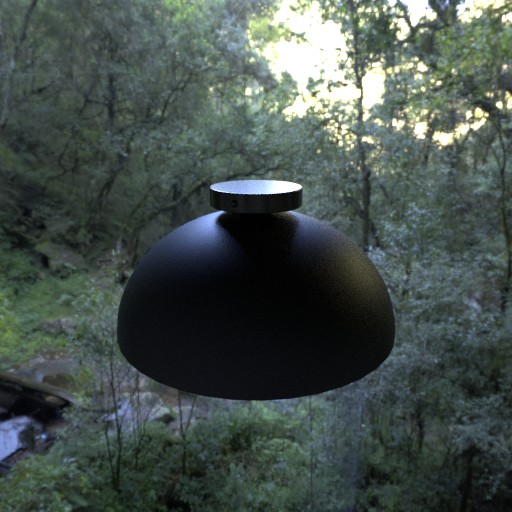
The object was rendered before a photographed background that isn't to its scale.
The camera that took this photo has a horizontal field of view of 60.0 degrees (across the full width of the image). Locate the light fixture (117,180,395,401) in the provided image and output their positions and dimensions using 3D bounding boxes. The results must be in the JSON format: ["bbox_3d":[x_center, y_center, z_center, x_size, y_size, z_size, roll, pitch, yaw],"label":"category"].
[{"bbox_3d":[0.000,0.000,0.564,0.355,0.177,0.355,0,18,0],"label":"light fixture"}]
